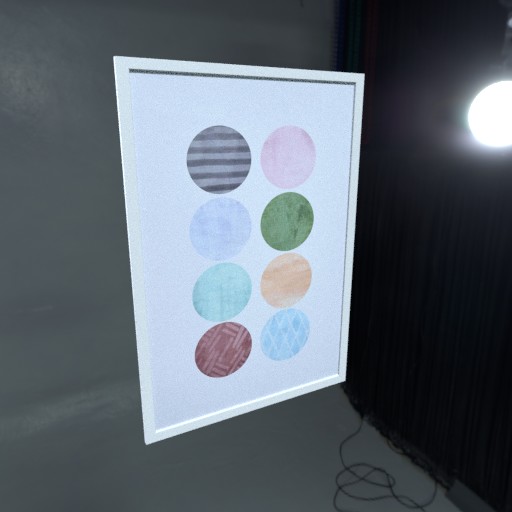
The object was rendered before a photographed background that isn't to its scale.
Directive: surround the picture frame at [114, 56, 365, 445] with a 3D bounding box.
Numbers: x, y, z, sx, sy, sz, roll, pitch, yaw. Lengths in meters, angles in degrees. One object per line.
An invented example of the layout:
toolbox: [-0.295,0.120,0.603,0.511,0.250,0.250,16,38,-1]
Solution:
picture frame: [0.000,0.000,1.187,0.659,0.940,0.013,-8,18,-27]
